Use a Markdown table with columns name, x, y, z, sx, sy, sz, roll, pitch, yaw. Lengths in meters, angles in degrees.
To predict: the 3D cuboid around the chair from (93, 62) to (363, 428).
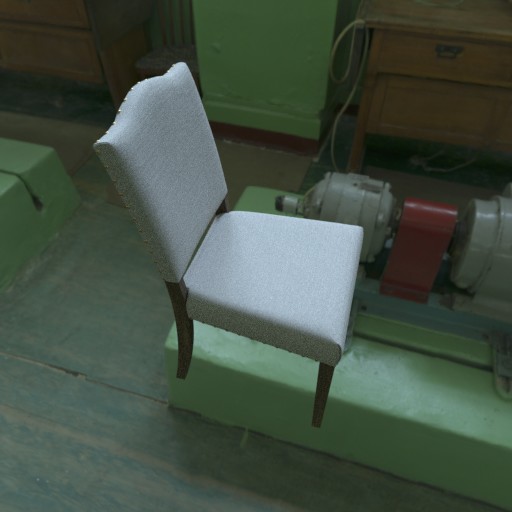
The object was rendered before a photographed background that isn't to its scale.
| name | x | y | z | sx | sy | sz | roll | pitch | yaw |
| --- | --- | --- | --- | --- | --- | --- | --- | --- | --- |
| chair | 0.000 | 0.000 | 1.364 | 0.620 | 1.020 | 0.508 | 12 | 47 | 11 |
